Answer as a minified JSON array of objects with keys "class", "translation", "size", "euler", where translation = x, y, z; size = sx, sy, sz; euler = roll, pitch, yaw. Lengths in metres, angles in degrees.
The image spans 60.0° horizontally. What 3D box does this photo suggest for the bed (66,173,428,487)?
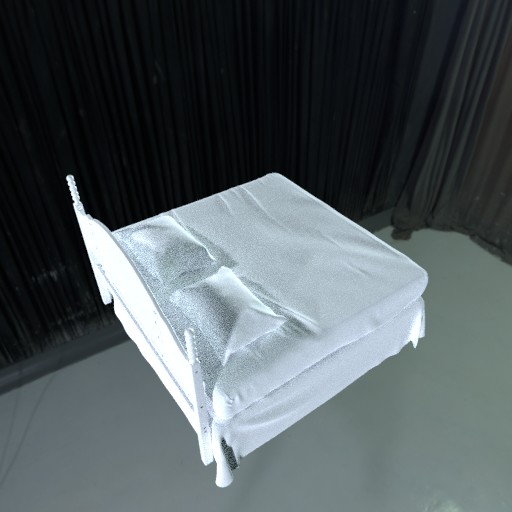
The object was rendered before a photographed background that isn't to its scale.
[{"class":"bed","translation":[0.000,0.000,3.671],"size":[2.219,1.355,2.322],"euler":[-25,46,-26]}]
